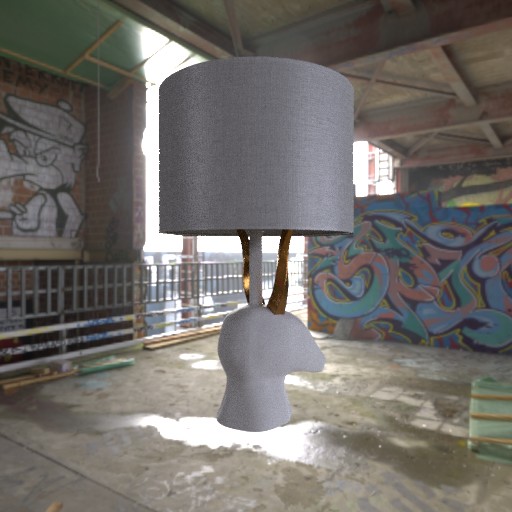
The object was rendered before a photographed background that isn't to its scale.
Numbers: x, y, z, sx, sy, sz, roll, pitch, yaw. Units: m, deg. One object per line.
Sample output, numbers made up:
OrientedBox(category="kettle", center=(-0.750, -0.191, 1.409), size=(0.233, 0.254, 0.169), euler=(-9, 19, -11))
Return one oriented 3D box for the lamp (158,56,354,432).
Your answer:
OrientedBox(category="lamp", center=(0.000, 0.000, 0.694), size=(0.298, 0.503, 0.298), euler=(0, 1, -34))
